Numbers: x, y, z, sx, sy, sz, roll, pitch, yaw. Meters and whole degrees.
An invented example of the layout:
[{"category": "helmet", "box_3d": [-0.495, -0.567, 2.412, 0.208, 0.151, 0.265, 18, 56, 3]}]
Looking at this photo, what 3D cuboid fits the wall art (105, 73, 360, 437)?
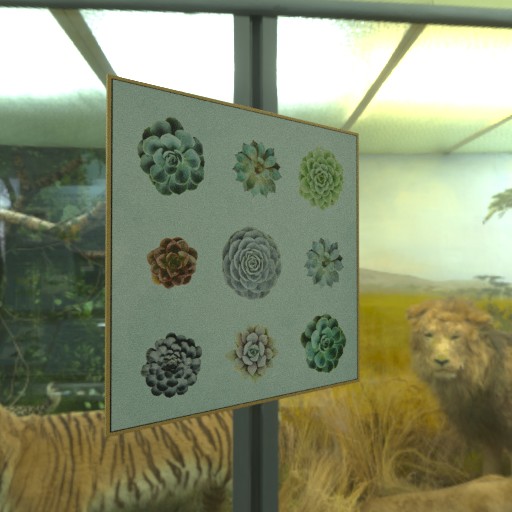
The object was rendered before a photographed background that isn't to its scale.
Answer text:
[{"category": "wall art", "box_3d": [0.000, 0.000, 1.445, 0.962, 0.959, 0.013, 1, -1, -35]}]
